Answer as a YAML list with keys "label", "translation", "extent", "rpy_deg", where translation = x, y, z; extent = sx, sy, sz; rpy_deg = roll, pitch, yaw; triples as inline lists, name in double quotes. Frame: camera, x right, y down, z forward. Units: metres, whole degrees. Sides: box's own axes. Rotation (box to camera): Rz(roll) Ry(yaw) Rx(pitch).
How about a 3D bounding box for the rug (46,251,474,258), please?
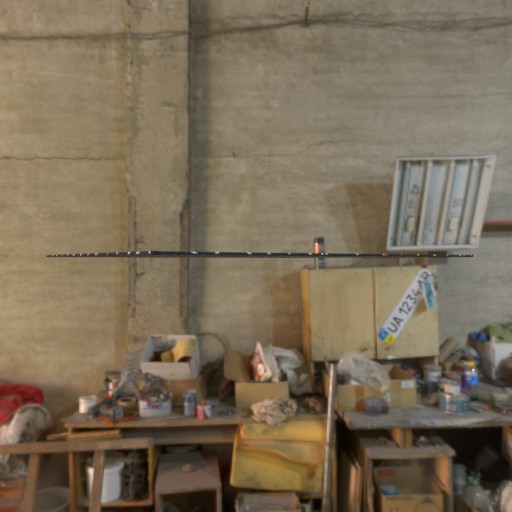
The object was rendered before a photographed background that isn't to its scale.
- label: "rug"
  translation: [0.000, 0.000, 4.018]
  extent: [3.047, 0.022, 2.439]
  rpy_deg: [0, -1, -37]
